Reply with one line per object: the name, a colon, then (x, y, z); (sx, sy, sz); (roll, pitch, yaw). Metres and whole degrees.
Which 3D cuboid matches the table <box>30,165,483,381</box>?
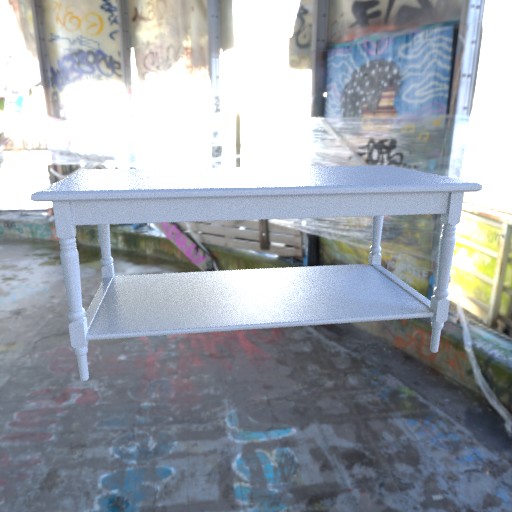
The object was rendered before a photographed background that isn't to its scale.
table: (0.000, 0.000, 1.403); (1.109, 0.506, 0.551); (-2, 17, -8)
